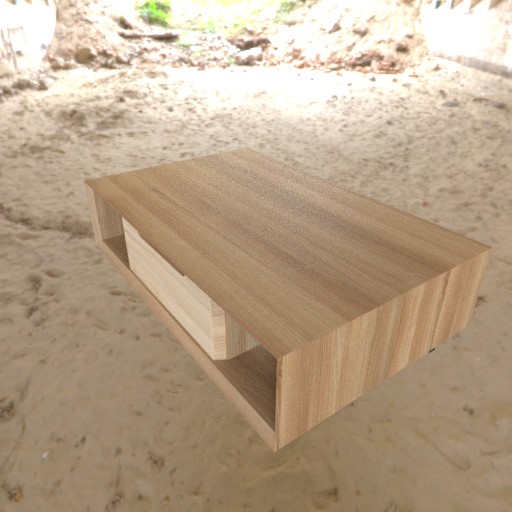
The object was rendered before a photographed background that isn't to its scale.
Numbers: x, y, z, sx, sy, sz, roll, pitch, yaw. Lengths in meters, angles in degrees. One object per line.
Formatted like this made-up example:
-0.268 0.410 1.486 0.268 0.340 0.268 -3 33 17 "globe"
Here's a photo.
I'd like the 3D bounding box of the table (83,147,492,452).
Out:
0.000 0.000 1.426 0.700 0.330 1.100 -20 35 -30 "table"
